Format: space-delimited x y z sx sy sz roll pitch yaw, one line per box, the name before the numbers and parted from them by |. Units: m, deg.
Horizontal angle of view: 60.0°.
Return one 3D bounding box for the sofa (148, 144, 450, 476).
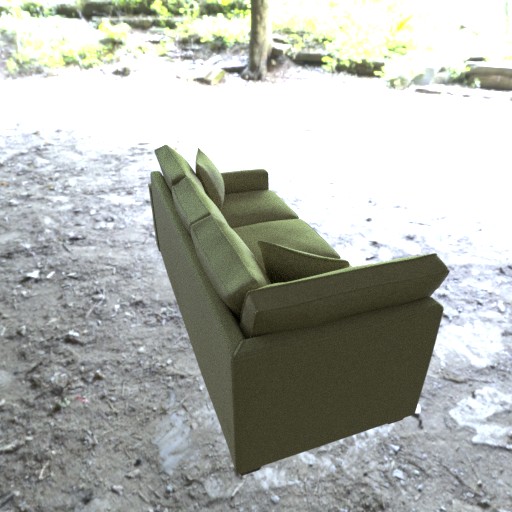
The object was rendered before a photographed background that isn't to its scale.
sofa | 0.000 0.000 2.886 1.053 0.948 2.323 -10 32 -17
